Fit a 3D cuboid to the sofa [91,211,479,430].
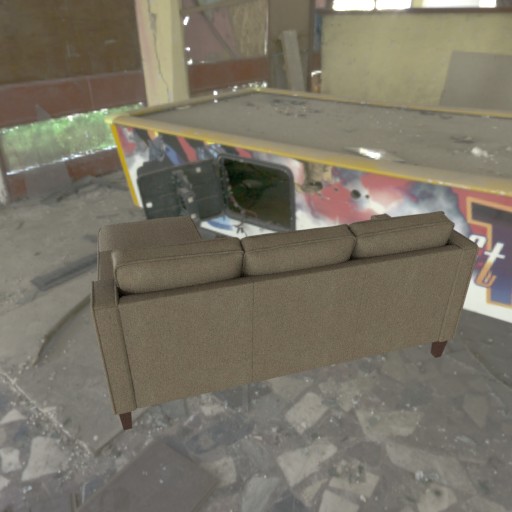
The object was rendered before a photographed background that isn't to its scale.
[{"bbox_3d":[0.000,0.000,3.371,2.317,1.081,1.858,-9,29,-15],"label":"sofa"}]
